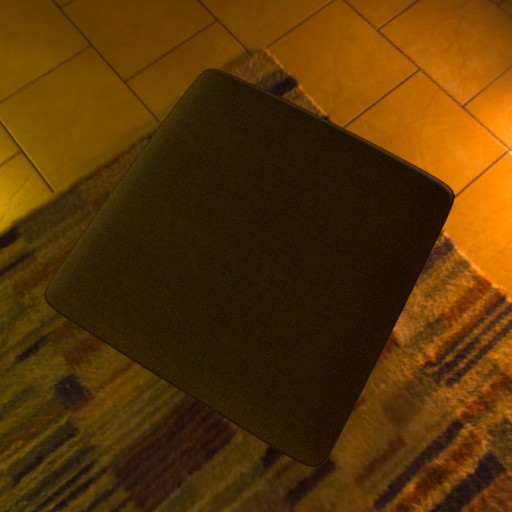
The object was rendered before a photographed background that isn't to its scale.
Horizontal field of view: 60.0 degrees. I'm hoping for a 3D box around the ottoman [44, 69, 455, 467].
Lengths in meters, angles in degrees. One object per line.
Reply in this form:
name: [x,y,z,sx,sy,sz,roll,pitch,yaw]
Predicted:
ottoman: [0.000,0.000,1.668,1.067,0.559,1.067,29,76,8]
